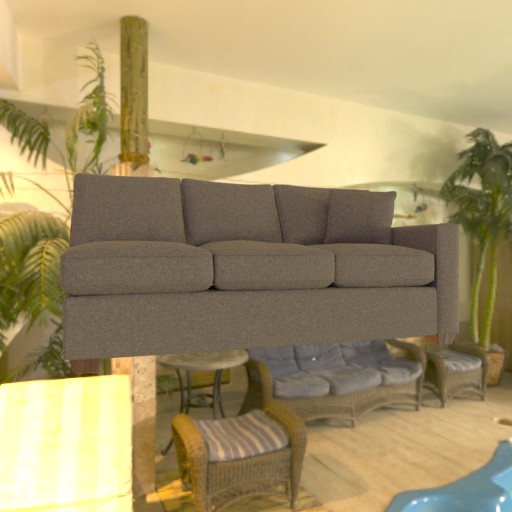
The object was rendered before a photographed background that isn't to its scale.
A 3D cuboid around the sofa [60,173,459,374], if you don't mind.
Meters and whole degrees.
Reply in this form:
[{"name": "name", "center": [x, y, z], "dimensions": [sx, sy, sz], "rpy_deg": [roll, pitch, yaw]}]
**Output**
[{"name": "sofa", "center": [0.000, 0.000, 2.491], "dimensions": [1.963, 0.946, 1.034], "rpy_deg": [0, 0, -18]}]
